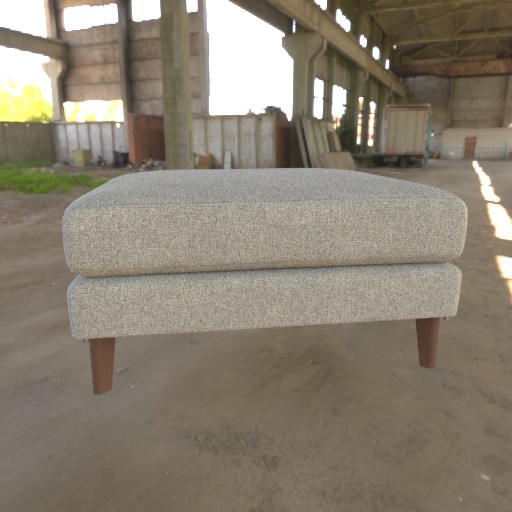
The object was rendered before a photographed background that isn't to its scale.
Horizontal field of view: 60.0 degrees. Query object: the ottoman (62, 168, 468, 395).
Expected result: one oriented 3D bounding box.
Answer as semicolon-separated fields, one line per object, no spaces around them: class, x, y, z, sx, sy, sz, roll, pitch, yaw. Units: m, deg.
ottoman;0.000;0.000;1.182;0.821;0.441;0.611;-2;15;-8
